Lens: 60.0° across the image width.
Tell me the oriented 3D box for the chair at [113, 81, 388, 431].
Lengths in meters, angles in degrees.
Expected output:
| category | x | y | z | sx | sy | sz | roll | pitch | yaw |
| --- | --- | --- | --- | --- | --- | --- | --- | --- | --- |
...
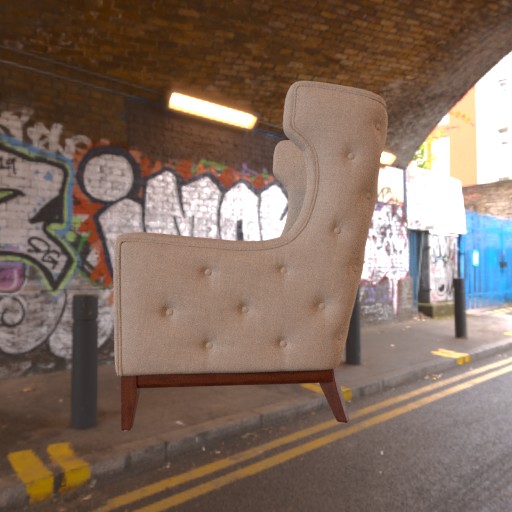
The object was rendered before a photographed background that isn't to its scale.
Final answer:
| category | x | y | z | sx | sy | sz | roll | pitch | yaw |
| --- | --- | --- | --- | --- | --- | --- | --- | --- | --- |
| chair | 0.000 | 0.000 | 1.703 | 0.899 | 1.079 | 0.778 | 0 | -2 | -1 |
